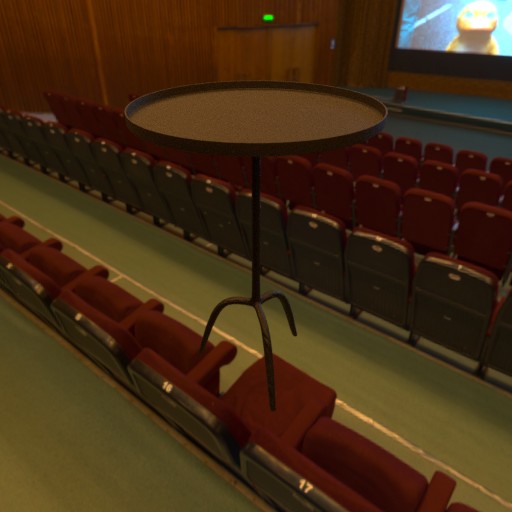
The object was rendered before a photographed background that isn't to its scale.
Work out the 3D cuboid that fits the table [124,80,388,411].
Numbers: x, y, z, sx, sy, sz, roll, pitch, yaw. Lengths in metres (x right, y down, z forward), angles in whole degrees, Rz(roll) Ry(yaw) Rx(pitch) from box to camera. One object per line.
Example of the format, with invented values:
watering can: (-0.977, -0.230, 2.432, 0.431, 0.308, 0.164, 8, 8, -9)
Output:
table: (0.000, 0.000, 1.054, 0.502, 0.700, 0.502, 23, 38, 33)
